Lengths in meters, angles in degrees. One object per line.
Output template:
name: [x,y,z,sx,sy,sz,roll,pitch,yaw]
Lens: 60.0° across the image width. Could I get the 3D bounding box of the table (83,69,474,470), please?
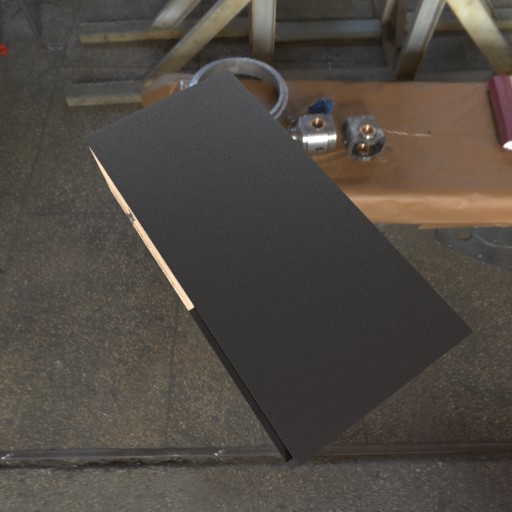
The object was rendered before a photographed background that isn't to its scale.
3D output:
table: [0.000,0.000,1.389,0.550,0.400,1.100,-31,67,-15]
